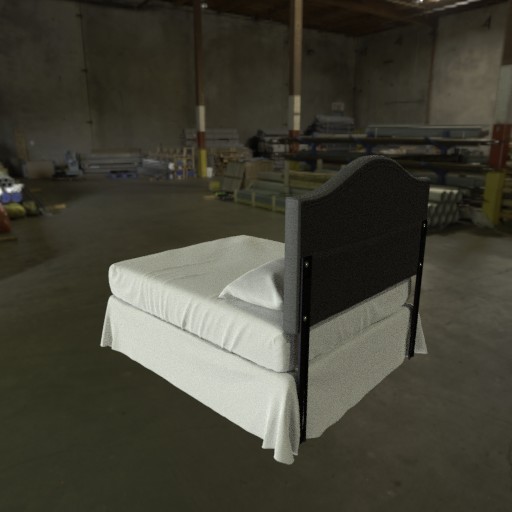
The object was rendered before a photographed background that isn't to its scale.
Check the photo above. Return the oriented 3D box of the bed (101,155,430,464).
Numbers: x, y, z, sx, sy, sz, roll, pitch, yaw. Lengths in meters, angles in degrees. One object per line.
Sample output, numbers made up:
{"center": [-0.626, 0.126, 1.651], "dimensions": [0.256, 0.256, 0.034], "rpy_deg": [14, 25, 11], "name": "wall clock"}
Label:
{"center": [0.000, 0.000, 3.582], "dimensions": [2.221, 1.645, 1.876], "rpy_deg": [14, 21, 42], "name": "bed"}
